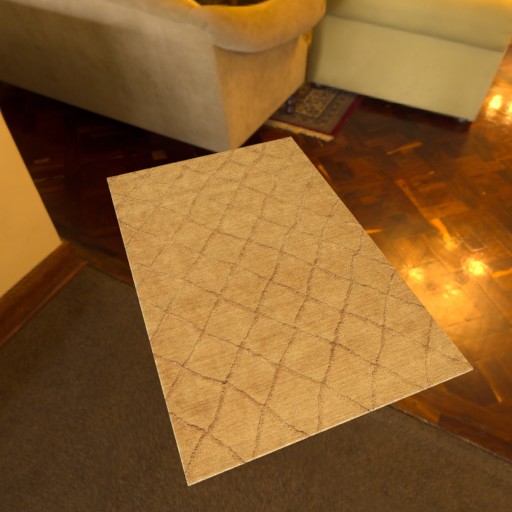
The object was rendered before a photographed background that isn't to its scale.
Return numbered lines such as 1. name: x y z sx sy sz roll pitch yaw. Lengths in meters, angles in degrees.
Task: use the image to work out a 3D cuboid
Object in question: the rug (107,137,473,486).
1. rug: 0.000 0.000 2.827 1.528 0.014 2.292 -16 50 -14
